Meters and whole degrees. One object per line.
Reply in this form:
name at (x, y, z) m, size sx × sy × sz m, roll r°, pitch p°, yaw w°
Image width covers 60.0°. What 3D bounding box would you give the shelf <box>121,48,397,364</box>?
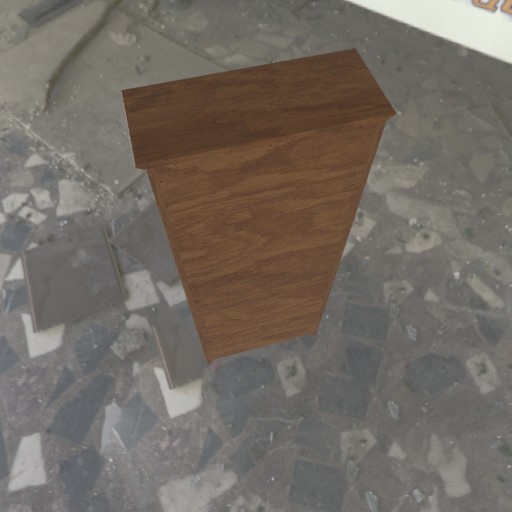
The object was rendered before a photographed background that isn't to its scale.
shelf at (0.000, 0.000, 2.208) m, size 0.805 × 1.905 × 0.335 m, roll -14°, pitch 60°, yaw -8°
